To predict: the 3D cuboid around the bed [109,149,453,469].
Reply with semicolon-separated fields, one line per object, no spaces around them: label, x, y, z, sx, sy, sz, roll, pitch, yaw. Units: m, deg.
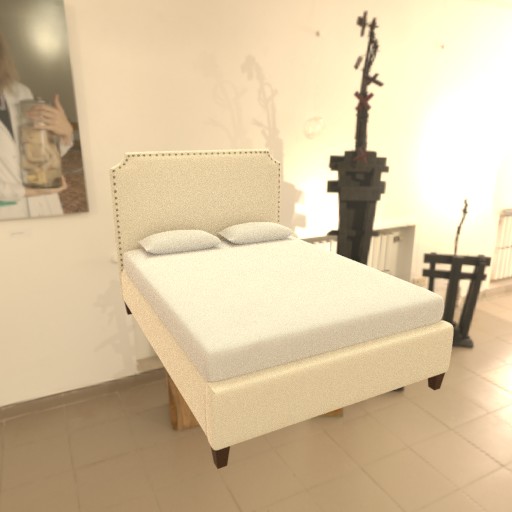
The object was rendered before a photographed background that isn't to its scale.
bed;0.000;0.000;3.426;1.712;1.497;2.372;-8;18;-26
